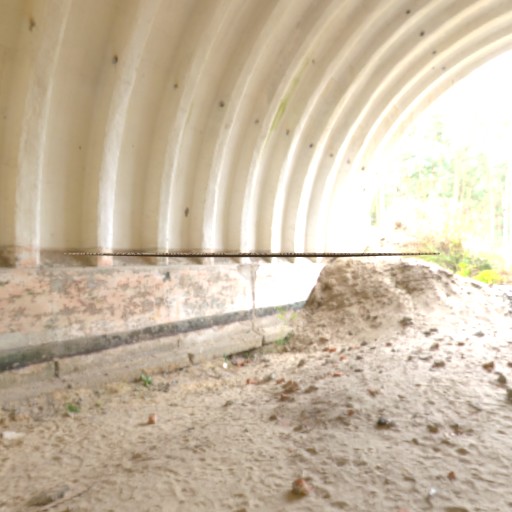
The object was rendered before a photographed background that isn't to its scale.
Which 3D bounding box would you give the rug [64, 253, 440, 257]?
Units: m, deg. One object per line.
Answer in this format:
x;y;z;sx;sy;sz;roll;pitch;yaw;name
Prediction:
0.000;0.000;2.996;1.519;0.007;2.428;0;0;1;rug
